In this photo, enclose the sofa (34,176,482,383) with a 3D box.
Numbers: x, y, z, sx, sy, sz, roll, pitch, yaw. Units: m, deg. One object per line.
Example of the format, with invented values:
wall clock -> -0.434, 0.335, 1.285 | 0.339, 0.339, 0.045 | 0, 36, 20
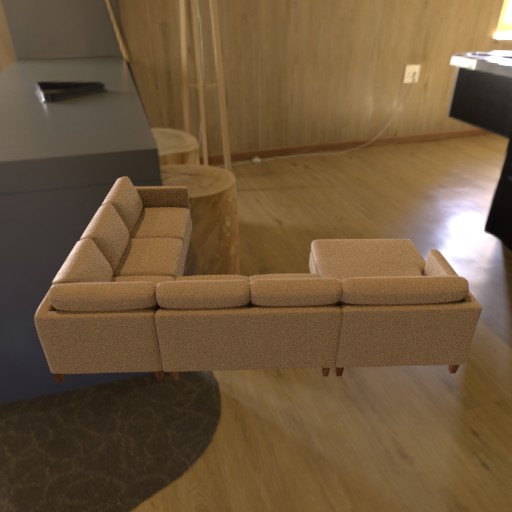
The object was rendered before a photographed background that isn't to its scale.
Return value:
sofa -> 0.000, 0.000, 4.493 | 3.403, 0.889, 2.551 | -1, 31, -2
